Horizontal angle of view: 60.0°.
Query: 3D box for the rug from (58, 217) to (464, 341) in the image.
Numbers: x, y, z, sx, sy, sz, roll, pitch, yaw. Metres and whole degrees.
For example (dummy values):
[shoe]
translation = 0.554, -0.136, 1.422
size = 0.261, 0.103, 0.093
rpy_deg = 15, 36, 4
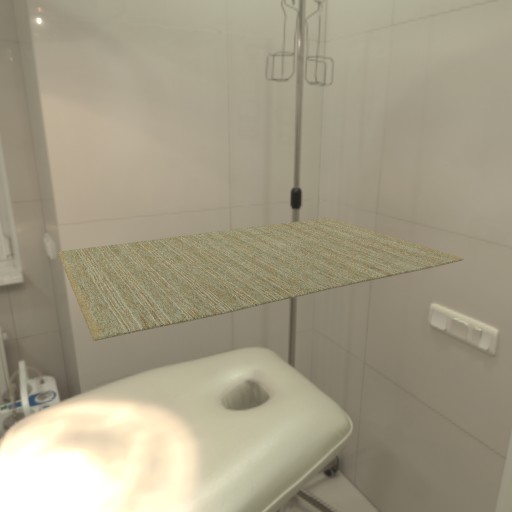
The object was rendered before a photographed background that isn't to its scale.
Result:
[rug]
translation = 0.000, 0.000, 3.137
size = 2.448, 0.012, 1.540
rpy_deg = -9, 19, -27
